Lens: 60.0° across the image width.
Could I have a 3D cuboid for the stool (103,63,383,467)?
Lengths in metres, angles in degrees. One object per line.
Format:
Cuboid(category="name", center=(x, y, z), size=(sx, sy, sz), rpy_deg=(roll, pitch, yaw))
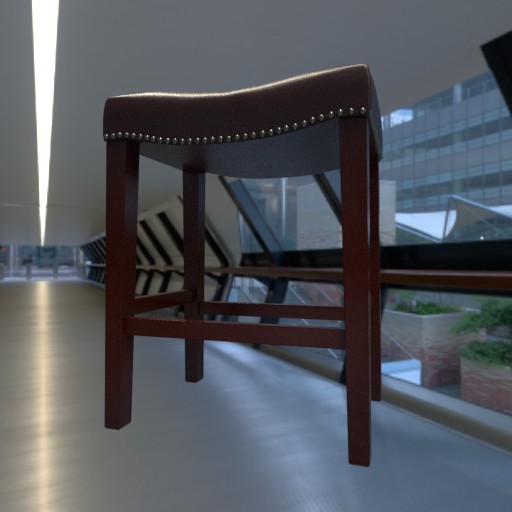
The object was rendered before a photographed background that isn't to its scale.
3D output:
Cuboid(category="stool", center=(0.000, 0.000, 0.938), size=(0.504, 0.657, 0.372), rpy_deg=(0, 0, 19))
